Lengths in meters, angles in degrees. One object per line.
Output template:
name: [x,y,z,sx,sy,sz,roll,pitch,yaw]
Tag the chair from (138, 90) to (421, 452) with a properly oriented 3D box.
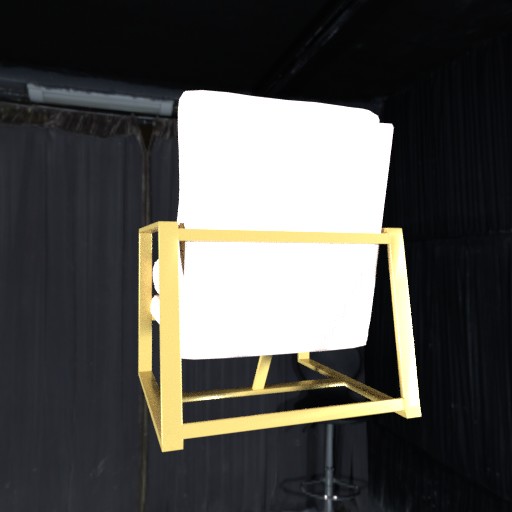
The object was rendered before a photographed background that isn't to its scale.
chair: [0.000,0.000,1.578,0.758,0.956,0.813,0,-1,-19]
